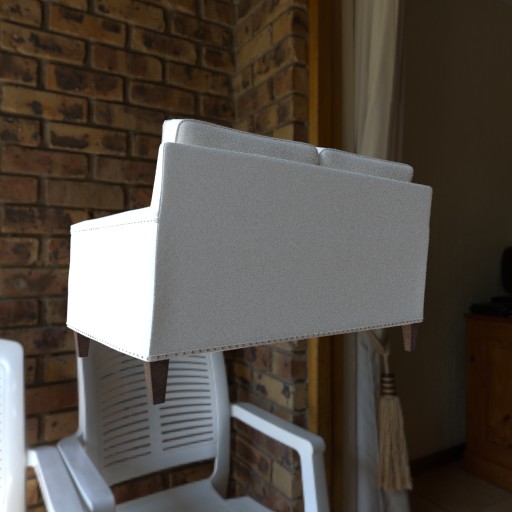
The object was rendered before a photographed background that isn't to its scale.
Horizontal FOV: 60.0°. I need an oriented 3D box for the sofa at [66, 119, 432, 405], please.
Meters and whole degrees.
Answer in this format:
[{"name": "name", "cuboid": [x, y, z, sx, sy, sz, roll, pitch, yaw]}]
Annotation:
[{"name": "sofa", "cuboid": [0.000, 0.000, 2.262, 1.597, 1.003, 1.084, 0, 0, -37]}]
